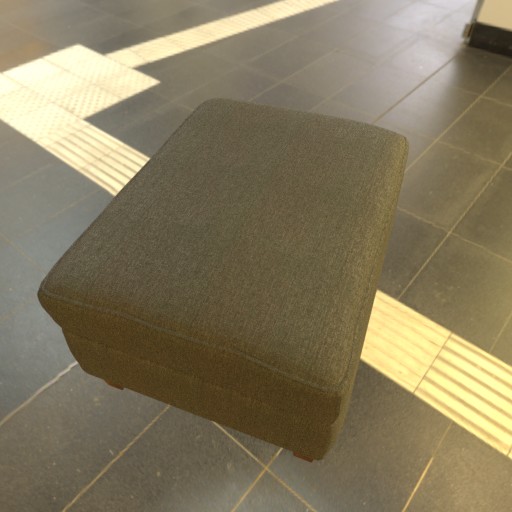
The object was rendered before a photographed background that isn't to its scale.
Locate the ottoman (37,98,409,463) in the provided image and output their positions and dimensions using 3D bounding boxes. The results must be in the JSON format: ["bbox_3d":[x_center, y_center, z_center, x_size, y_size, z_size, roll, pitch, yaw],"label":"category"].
[{"bbox_3d":[0.000,0.000,1.167,0.639,0.496,0.826,15,49,14],"label":"ottoman"}]
